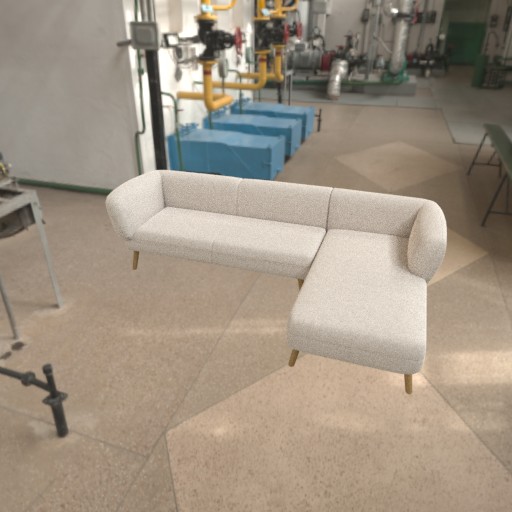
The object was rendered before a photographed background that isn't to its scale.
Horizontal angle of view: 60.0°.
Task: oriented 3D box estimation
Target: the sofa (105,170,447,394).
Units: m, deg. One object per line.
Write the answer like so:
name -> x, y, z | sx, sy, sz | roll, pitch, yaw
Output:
sofa -> 0.000, 0.000, 3.421 | 2.660, 0.730, 1.610 | 9, 30, 16
